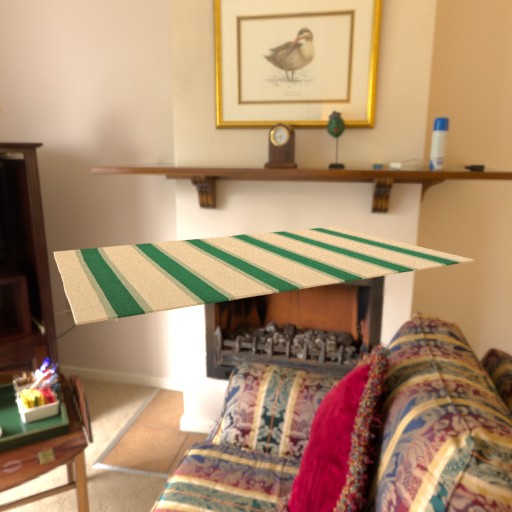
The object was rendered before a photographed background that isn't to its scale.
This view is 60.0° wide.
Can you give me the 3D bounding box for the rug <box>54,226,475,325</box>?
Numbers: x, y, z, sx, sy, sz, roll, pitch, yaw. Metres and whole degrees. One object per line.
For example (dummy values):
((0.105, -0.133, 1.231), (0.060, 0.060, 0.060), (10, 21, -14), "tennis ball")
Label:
((0.000, 0.000, 3.007), (2.436, 0.015, 1.521), (-7, 14, -26), "rug")
